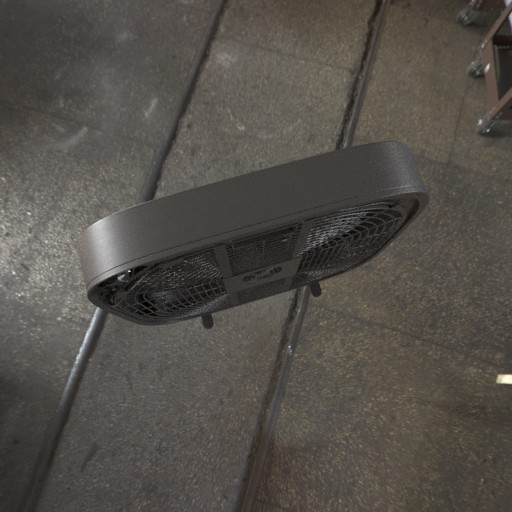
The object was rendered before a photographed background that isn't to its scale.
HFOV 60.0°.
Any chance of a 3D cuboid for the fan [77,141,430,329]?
[{"bbox_3d":[0.000,0.000,0.812,0.526,0.533,0.142,-16,75,-4],"label":"fan"}]
